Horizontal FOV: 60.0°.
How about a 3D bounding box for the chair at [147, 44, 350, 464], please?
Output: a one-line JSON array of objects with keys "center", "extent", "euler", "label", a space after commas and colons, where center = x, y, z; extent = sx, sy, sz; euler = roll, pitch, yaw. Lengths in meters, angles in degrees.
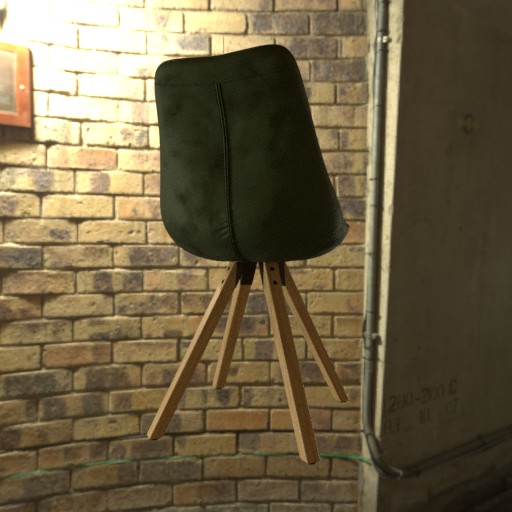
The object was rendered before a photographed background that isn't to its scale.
[{"center": [0.000, 0.000, 1.181], "extent": [0.483, 0.865, 0.547], "euler": [0, 0, 19], "label": "chair"}]
